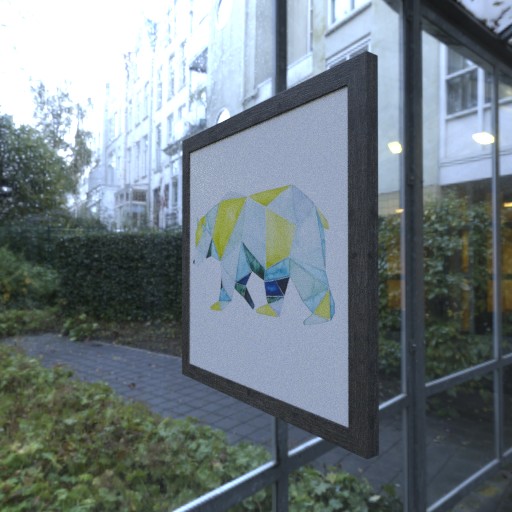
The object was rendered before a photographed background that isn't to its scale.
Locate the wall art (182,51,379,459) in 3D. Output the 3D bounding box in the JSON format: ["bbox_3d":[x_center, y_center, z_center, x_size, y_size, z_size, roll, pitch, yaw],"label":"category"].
[{"bbox_3d":[0.000,0.000,0.692,0.027,0.459,0.462,0,-1,-36],"label":"wall art"}]
